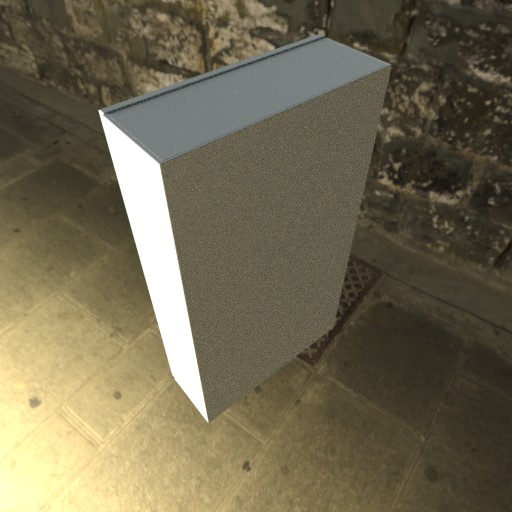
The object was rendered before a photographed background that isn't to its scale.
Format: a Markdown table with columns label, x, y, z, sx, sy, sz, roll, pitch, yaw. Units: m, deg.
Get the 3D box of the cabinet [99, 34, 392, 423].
| label | x | y | z | sx | sy | sz | roll | pitch | yaw |
| --- | --- | --- | --- | --- | --- | --- | --- | --- | --- |
| cabinet | 0.000 | 0.000 | 2.699 | 1.250 | 2.160 | 0.480 | -31 | 54 | -26 |
